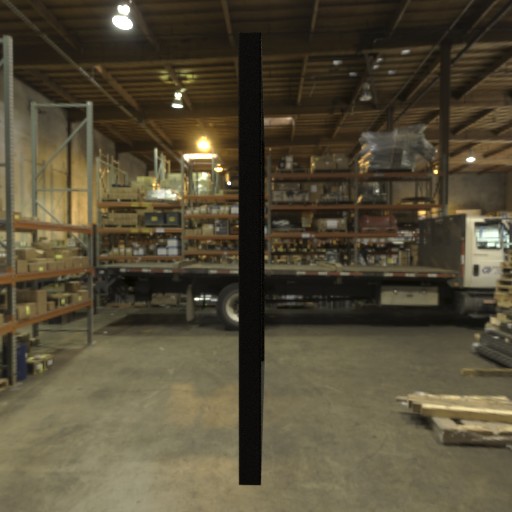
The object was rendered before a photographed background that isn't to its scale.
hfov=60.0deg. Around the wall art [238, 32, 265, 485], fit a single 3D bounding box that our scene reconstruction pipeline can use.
[{"bbox_3d":[0.000,0.000,1.125,0.038,0.762,0.762,0,1,2],"label":"wall art"}]
